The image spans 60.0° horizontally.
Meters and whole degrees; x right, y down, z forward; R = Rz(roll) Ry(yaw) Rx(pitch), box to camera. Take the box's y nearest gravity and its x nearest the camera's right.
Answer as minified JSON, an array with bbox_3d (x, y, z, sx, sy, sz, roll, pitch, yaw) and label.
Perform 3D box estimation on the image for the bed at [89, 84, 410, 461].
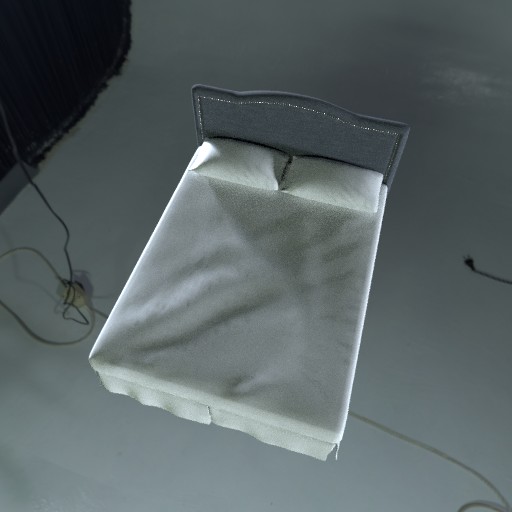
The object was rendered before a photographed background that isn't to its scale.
[{"bbox_3d":[0.000,0.000,3.907,2.161,1.457,2.689,14,58,9],"label":"bed"}]
